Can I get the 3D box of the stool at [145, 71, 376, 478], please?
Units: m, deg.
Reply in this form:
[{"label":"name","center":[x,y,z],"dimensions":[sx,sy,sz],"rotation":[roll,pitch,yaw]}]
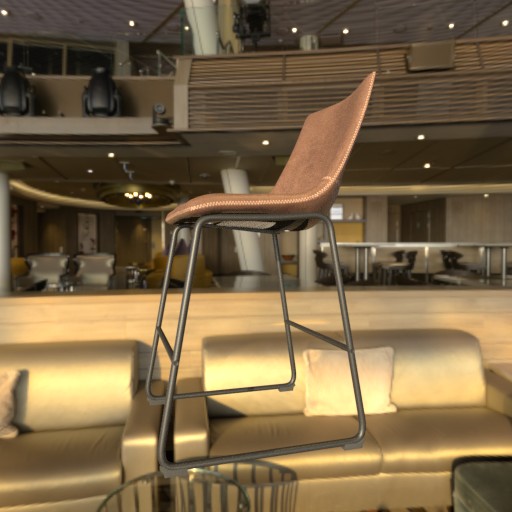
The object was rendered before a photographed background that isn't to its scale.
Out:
[{"label":"stool","center":[0.000,0.000,1.176],"dimensions":[0.550,0.890,0.460],"rotation":[0,1,-17]}]
